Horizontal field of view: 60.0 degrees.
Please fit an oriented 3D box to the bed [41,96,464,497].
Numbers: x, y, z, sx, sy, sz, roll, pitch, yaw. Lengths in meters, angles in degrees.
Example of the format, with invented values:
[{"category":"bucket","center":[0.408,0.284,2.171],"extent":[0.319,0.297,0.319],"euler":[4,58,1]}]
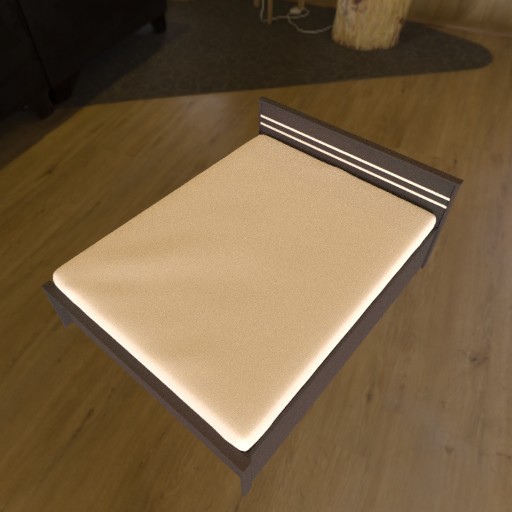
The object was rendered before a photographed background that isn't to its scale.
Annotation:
[{"category":"bed","center":[0.000,0.000,2.892],"extent":[1.634,0.808,2.103],"euler":[32,55,26]}]
